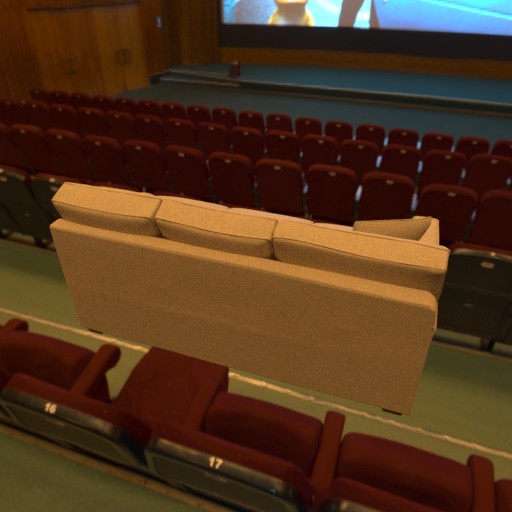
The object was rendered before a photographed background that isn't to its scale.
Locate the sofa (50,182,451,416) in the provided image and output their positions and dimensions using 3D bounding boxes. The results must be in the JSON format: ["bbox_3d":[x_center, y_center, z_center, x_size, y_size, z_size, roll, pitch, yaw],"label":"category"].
[{"bbox_3d":[0.000,0.000,2.598,1.962,0.946,1.034,11,35,16],"label":"sofa"}]
